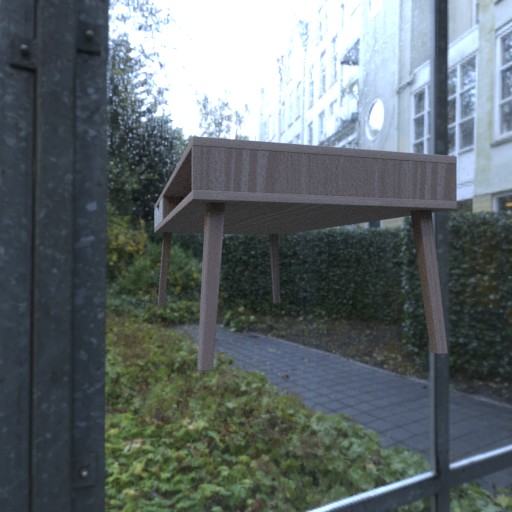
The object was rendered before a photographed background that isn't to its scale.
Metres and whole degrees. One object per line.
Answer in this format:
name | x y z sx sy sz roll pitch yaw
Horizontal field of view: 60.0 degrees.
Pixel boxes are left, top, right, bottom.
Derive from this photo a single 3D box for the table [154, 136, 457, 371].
table | 0.000 0.000 1.496 0.600 0.450 1.200 0 0 -16
